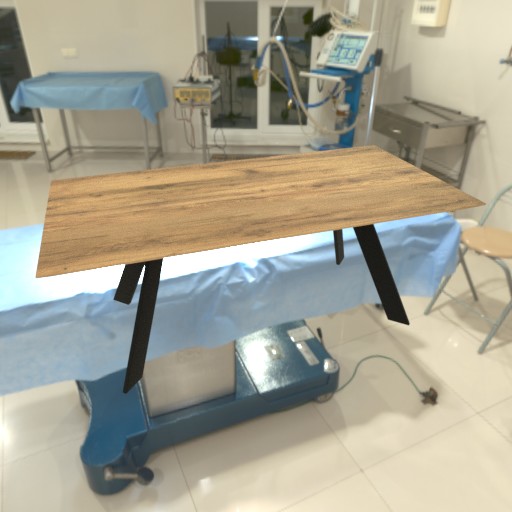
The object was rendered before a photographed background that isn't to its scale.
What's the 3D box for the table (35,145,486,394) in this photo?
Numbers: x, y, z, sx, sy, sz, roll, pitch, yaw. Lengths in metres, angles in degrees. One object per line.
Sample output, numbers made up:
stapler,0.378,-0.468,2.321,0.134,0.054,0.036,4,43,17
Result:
table,0.000,0.000,2.460,2.000,0.770,1.000,-10,32,-16
